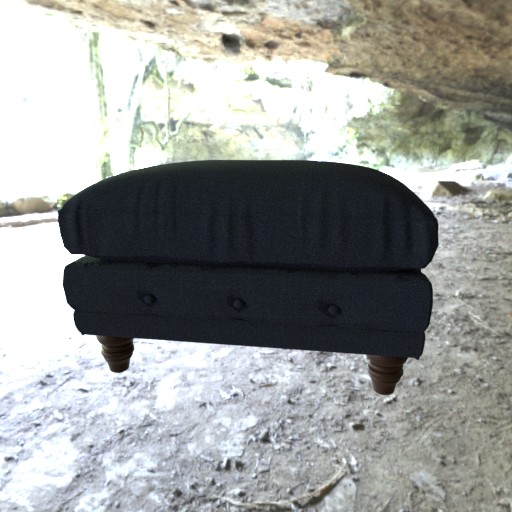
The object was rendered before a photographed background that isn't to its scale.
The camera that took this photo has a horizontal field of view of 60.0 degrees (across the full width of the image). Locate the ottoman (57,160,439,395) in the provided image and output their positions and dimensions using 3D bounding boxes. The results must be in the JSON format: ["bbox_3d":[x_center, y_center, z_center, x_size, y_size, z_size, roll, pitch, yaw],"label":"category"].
[{"bbox_3d":[0.000,0.000,1.148,0.767,0.486,0.558,2,15,9],"label":"ottoman"}]
